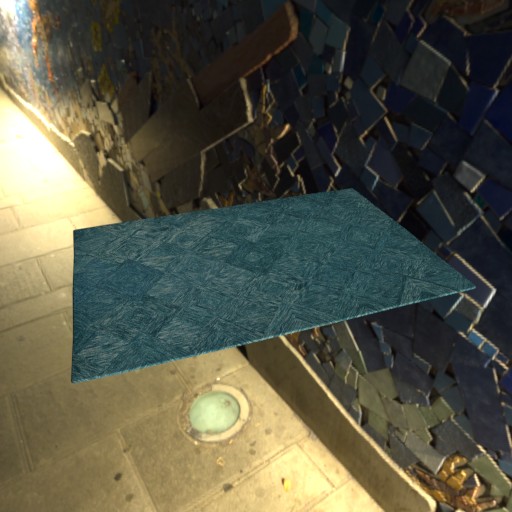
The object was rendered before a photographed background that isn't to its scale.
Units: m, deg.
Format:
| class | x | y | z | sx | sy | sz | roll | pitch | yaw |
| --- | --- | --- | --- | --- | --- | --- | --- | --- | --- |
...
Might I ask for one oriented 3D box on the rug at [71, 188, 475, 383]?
| class | x | y | z | sx | sy | sz | roll | pitch | yaw |
| --- | --- | --- | --- | --- | --- | --- | --- | --- | --- |
| rug | 0.000 | 0.000 | 2.208 | 1.728 | 0.017 | 1.136 | -10 | 34 | -16 |
